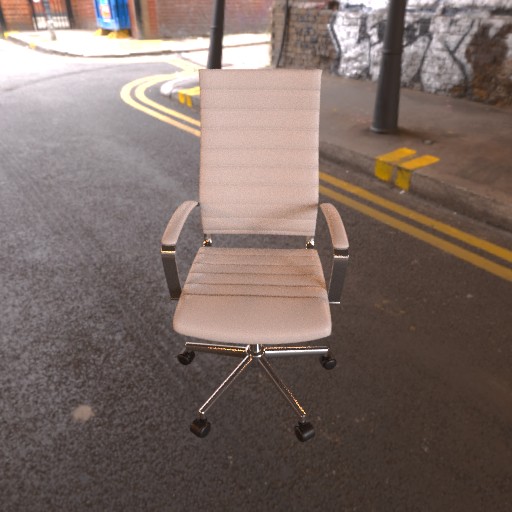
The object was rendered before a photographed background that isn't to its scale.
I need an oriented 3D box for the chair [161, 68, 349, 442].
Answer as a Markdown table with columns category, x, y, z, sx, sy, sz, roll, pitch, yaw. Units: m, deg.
| category | x | y | z | sx | sy | sz | roll | pitch | yaw |
| --- | --- | --- | --- | --- | --- | --- | --- | --- | --- |
| chair | 0.000 | 0.000 | 1.570 | 0.679 | 1.149 | 0.679 | 1 | 31 | 2 |
